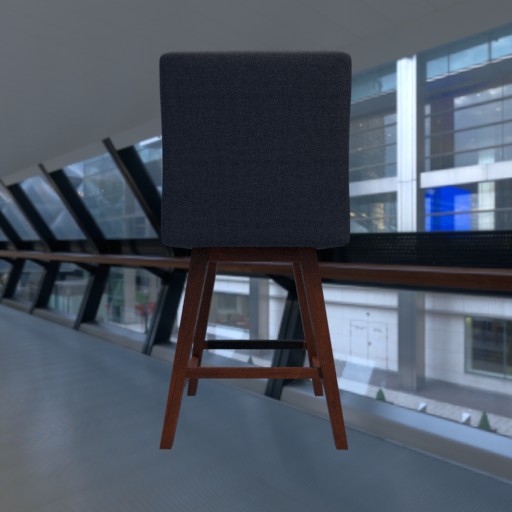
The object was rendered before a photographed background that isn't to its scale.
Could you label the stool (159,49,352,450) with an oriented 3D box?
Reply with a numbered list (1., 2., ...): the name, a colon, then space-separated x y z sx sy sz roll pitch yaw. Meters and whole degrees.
1. stool: 0.000 0.000 1.200 0.467 0.895 0.524 0 0 0
